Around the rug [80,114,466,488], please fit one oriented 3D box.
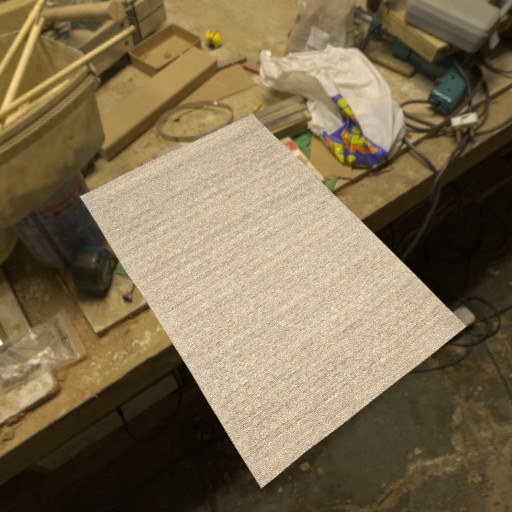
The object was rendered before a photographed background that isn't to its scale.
[{"bbox_3d":[0.000,0.000,2.959,1.532,0.018,2.297,-31,64,-17],"label":"rug"}]
